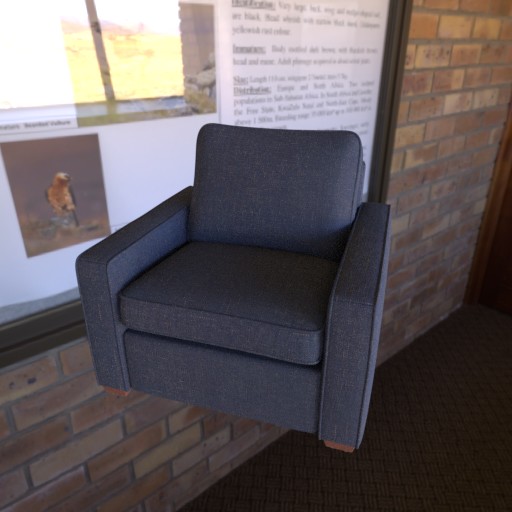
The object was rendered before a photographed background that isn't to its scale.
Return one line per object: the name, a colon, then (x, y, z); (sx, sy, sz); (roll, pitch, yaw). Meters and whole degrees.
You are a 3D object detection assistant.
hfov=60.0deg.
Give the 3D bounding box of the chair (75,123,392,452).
chair: (0.000, 0.000, 1.770); (1.017, 0.919, 0.940); (8, 26, 16)
